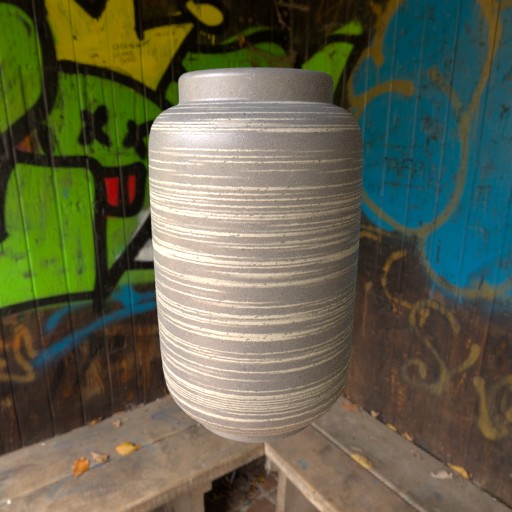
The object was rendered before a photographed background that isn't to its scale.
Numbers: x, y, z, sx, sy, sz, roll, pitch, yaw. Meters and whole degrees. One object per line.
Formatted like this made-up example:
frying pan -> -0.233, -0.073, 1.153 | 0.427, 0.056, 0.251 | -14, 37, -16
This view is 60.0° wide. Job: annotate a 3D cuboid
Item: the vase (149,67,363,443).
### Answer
vase -> 0.000, 0.000, 0.661 | 0.297, 0.499, 0.297 | 0, 17, 0
